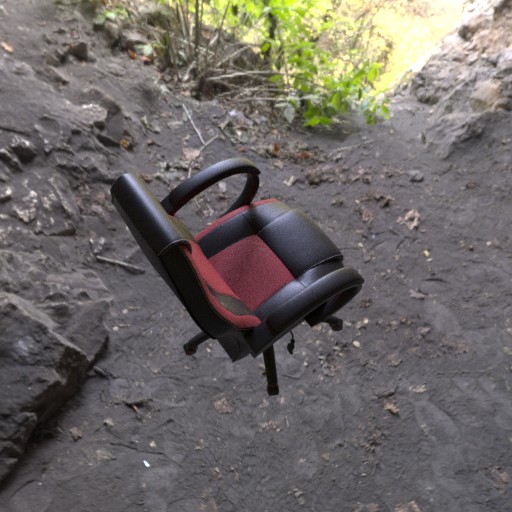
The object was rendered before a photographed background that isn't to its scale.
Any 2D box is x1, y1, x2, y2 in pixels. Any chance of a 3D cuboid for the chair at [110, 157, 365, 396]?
[{"bbox_3d":[0.000,0.000,1.704,0.783,1.189,0.750,-32,64,-17],"label":"chair"}]
